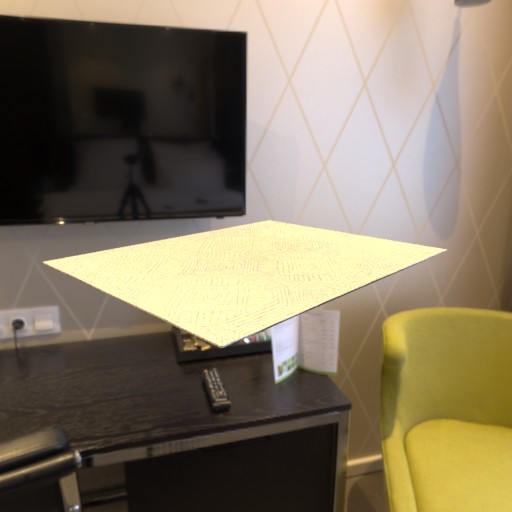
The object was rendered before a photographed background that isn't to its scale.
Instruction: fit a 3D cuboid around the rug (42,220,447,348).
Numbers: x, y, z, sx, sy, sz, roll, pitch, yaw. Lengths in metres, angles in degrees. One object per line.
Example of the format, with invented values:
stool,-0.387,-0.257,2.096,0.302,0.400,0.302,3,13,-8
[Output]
rug,0.000,0.000,4.254,2.457,0.015,3.049,14,20,42
